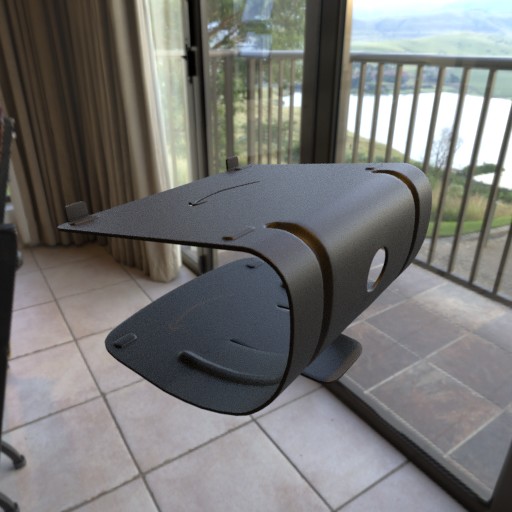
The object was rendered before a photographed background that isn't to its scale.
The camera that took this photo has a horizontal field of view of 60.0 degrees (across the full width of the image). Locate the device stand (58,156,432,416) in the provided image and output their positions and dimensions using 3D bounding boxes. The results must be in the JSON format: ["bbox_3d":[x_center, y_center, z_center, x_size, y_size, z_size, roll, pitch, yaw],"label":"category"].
[{"bbox_3d":[0.000,0.000,0.414,0.236,0.155,0.256,19,32,33],"label":"device stand"}]
